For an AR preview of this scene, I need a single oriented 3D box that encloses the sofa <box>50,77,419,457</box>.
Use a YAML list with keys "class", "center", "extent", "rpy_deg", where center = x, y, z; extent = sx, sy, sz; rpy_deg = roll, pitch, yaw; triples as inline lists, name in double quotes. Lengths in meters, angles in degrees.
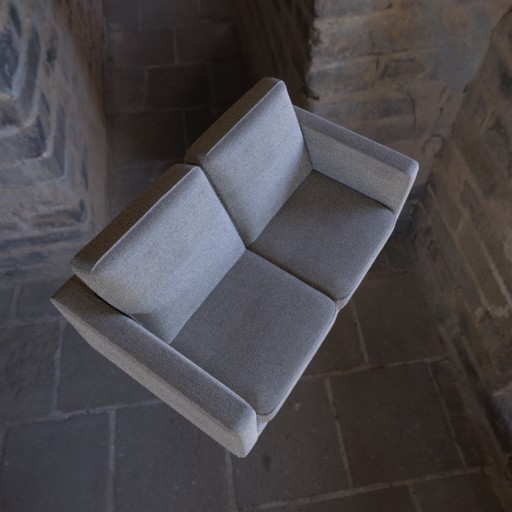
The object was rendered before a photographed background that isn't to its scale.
- class: "sofa"
  center: [0.000, 0.000, 2.170]
  extent: [0.969, 0.973, 1.527]
  rpy_deg: [30, 63, 17]
